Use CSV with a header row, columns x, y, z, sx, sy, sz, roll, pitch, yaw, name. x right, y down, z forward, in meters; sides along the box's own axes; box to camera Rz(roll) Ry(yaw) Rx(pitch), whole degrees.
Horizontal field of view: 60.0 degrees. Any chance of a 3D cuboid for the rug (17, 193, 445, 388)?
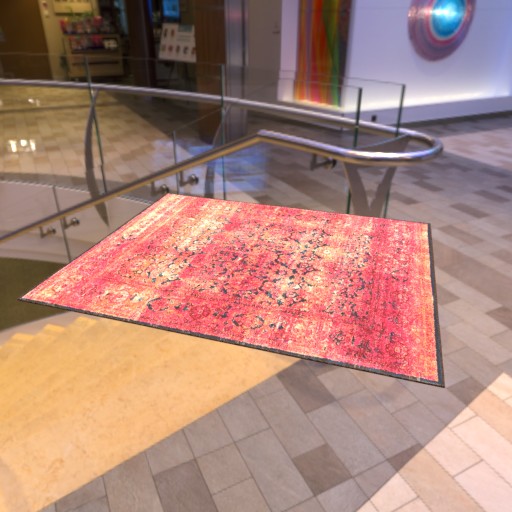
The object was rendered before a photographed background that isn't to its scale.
x,y,z,sx,sy,sz,roll,pitch,yaw,name
0.000,0.000,3.960,3.032,0.020,2.411,8,29,15,rug
